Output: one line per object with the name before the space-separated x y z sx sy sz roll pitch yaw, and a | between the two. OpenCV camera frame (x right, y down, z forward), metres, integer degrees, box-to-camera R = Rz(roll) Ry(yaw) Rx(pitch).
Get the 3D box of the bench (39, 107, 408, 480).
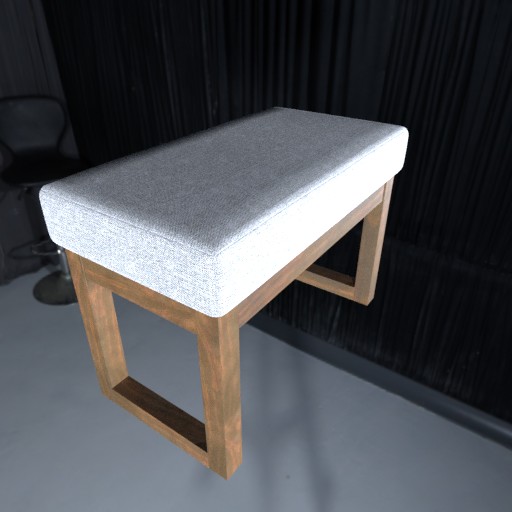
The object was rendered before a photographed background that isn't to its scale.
bench | 0.000 0.000 0.945 0.366 0.467 0.681 20 36 30
